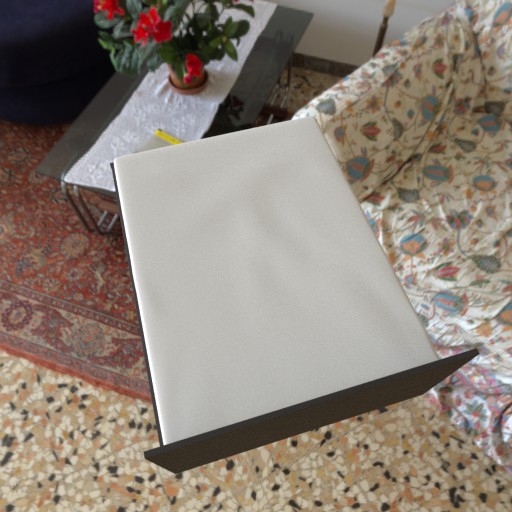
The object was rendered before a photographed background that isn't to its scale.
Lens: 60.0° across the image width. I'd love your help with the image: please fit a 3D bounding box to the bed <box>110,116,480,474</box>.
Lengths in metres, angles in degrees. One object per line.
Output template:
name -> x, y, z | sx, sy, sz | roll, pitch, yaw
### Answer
bed -> 0.000, 0.000, 2.818 | 1.585, 0.823, 2.073 | -14, 61, -8
